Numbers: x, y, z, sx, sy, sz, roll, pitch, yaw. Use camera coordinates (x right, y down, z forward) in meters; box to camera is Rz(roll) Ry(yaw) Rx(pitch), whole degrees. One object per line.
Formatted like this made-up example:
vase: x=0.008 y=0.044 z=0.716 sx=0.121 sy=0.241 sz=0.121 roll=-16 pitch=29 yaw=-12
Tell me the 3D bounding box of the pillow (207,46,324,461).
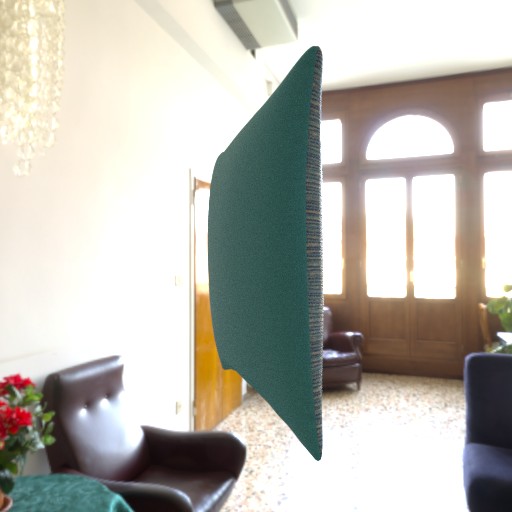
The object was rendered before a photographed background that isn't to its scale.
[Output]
pillow: x=0.000 y=0.000 z=0.765 sx=0.150 sy=0.497 sz=0.514 roll=0 pitch=-1 yaw=-17
